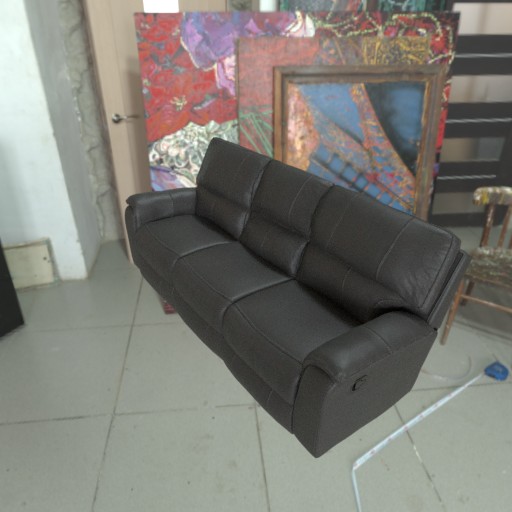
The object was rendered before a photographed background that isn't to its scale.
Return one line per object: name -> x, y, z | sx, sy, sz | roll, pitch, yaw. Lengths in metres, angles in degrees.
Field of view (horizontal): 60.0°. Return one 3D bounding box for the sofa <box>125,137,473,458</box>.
sofa -> 0.000, 0.000, 3.200 | 1.104, 1.134, 2.627 | -19, 35, -30
